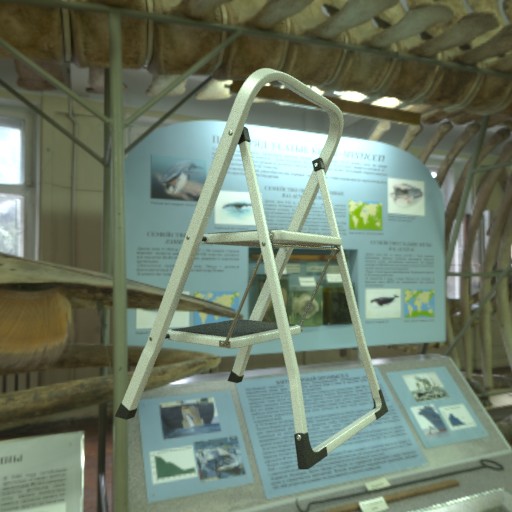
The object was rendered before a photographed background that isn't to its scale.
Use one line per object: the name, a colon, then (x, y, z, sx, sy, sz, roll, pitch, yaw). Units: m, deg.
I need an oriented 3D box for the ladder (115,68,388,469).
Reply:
ladder: (0.000, 0.000, 1.146, 0.544, 0.810, 0.460, -1, -2, 37)
